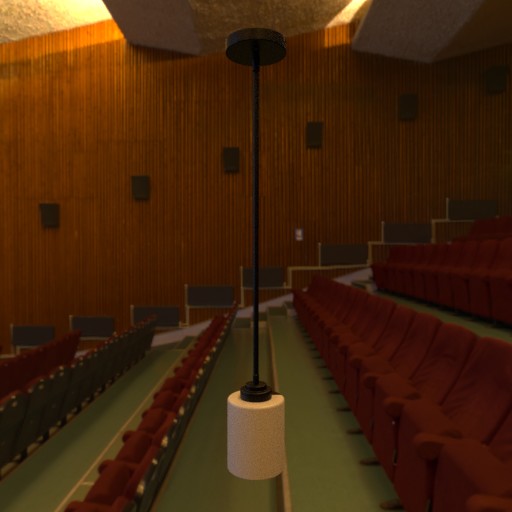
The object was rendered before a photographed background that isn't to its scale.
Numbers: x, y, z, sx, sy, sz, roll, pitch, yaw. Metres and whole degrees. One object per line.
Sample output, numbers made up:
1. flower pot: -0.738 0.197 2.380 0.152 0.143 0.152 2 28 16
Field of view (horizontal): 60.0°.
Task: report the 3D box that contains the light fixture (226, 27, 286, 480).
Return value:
1. light fixture: 0.000 0.000 0.904 0.123 0.863 0.123 0 1 0
